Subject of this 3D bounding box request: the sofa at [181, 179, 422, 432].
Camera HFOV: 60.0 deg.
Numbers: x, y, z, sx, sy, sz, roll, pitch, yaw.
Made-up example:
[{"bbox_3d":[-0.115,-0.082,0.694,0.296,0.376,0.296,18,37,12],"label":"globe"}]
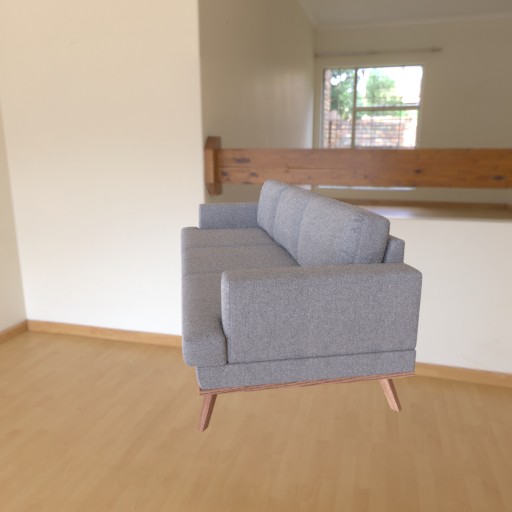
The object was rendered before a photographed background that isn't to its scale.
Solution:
[{"bbox_3d":[0.000,0.000,2.739,0.920,0.810,2.310,-2,14,-9],"label":"sofa"}]
